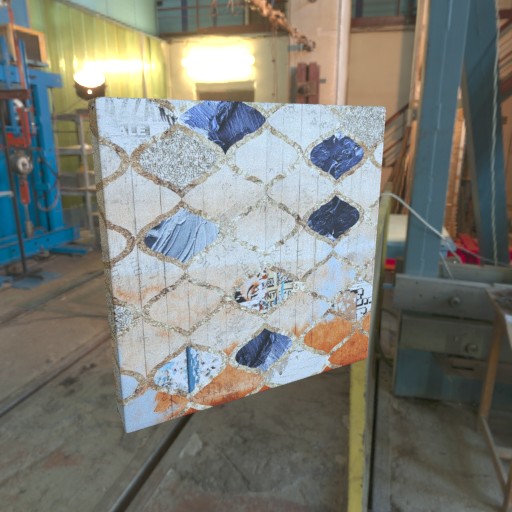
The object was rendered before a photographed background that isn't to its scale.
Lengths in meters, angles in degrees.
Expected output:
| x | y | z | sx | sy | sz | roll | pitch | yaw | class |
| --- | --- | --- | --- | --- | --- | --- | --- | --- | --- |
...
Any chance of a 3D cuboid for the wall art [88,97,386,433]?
| x | y | z | sx | sy | sz | roll | pitch | yaw | class |
| --- | --- | --- | --- | --- | --- | --- | --- | --- | --- |
| 0.000 | 0.000 | 0.466 | 0.303 | 0.304 | 0.036 | -8 | 18 | -28 | wall art |
